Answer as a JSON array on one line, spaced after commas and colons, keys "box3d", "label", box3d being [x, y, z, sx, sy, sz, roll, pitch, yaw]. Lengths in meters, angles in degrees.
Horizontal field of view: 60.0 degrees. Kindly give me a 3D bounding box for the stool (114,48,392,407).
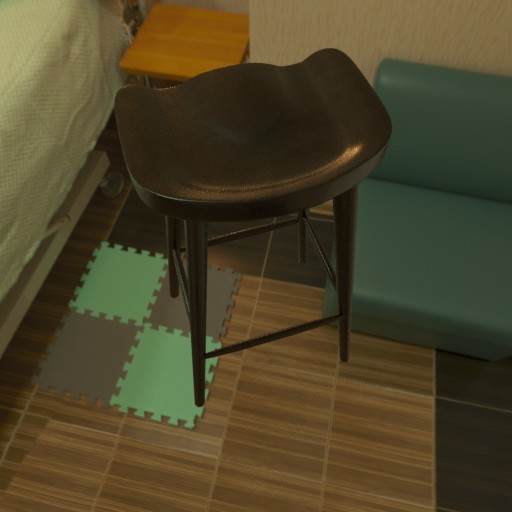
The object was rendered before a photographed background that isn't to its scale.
[{"box3d": [0.000, 0.000, 0.976, 0.440, 0.749, 0.361, -14, 59, -9], "label": "stool"}]
